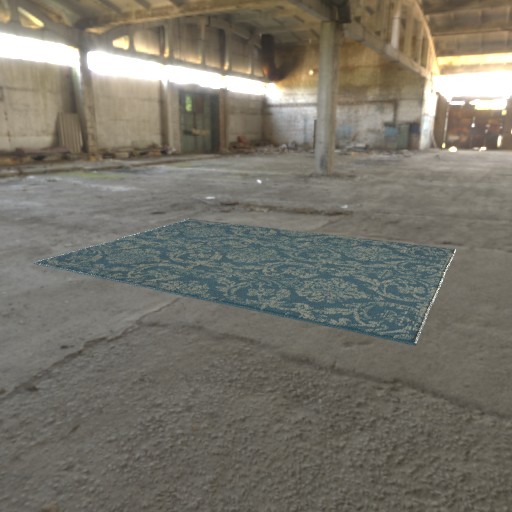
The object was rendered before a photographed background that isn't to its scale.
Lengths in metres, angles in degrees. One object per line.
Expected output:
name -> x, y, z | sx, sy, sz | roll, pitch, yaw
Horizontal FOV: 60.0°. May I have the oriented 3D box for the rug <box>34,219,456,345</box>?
rug -> 0.000, 0.000, 2.813 | 2.205, 0.012, 1.554 | 8, 18, 27
